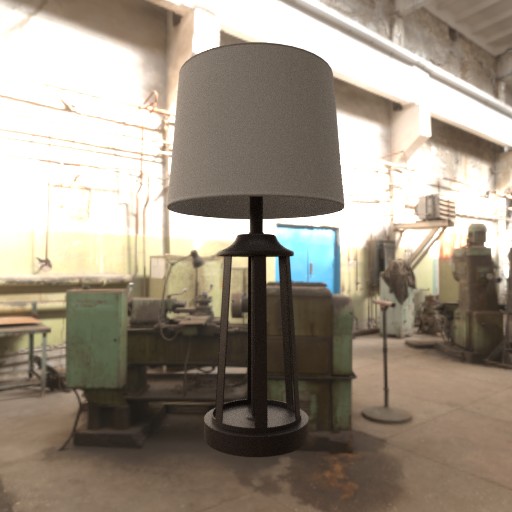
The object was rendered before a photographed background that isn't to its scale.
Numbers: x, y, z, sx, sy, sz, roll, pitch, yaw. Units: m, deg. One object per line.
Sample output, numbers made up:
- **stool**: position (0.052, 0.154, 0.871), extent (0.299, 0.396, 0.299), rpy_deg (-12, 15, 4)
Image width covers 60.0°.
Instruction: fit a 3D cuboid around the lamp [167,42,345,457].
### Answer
- **lamp**: position (0.000, 0.000, 0.636), extent (0.251, 0.509, 0.251), rpy_deg (0, -1, 0)
